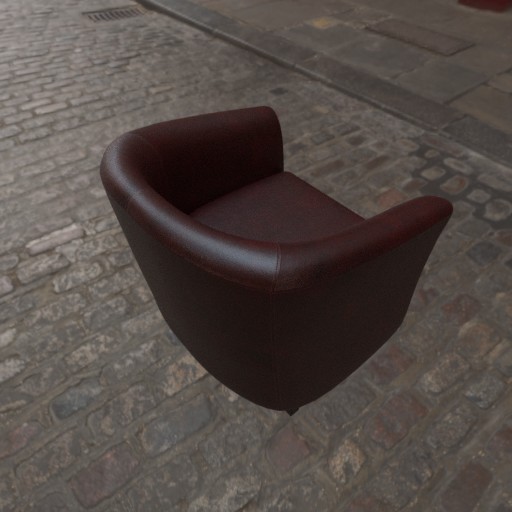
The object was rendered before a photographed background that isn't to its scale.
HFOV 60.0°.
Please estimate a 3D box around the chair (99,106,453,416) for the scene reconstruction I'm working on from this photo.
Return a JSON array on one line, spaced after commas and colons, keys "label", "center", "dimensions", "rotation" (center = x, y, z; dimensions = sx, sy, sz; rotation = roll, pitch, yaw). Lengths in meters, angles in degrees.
[{"label": "chair", "center": [0.000, 0.000, 1.366], "dimensions": [0.727, 0.756, 0.792], "rotation": [-29, 50, -27]}]
